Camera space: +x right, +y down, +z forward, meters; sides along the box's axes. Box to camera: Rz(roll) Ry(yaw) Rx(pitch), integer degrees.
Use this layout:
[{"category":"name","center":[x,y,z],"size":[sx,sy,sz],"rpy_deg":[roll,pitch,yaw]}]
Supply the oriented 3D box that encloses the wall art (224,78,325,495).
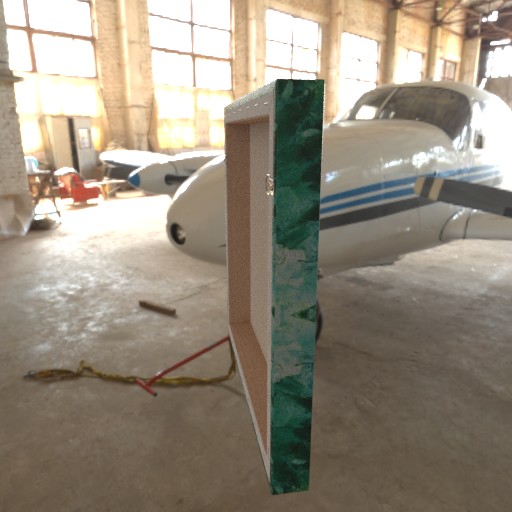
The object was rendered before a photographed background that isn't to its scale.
[{"category":"wall art","center":[0.000,0.000,0.463],"size":[0.033,0.313,0.313],"rpy_deg":[-3,16,-10]}]
